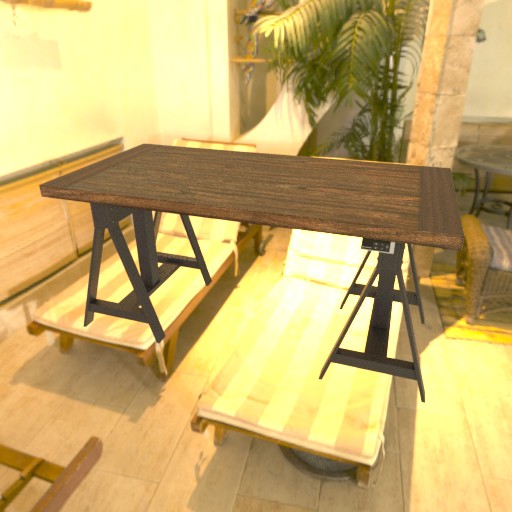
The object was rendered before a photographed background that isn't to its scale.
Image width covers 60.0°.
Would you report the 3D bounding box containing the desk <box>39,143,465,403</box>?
[{"bbox_3d":[0.000,0.000,1.977,1.543,0.725,0.784,9,28,16],"label":"desk"}]
